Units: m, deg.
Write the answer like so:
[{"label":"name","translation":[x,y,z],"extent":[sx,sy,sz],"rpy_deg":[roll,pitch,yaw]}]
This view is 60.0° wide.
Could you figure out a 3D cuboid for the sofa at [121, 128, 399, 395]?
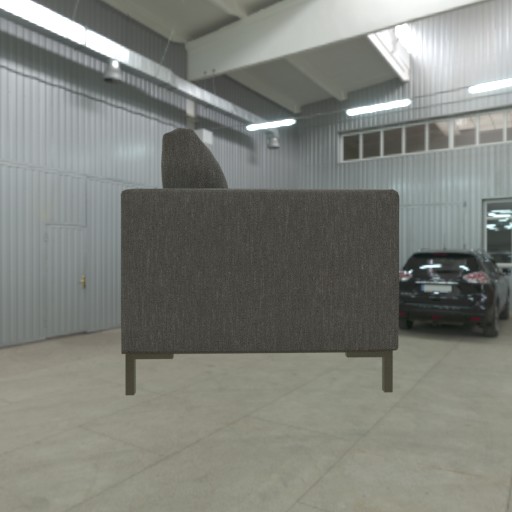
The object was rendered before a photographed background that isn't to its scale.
[{"label":"sofa","translation":[0.000,0.000,2.158],"extent":[0.875,0.840,1.682],"rpy_deg":[0,0,-2]}]
